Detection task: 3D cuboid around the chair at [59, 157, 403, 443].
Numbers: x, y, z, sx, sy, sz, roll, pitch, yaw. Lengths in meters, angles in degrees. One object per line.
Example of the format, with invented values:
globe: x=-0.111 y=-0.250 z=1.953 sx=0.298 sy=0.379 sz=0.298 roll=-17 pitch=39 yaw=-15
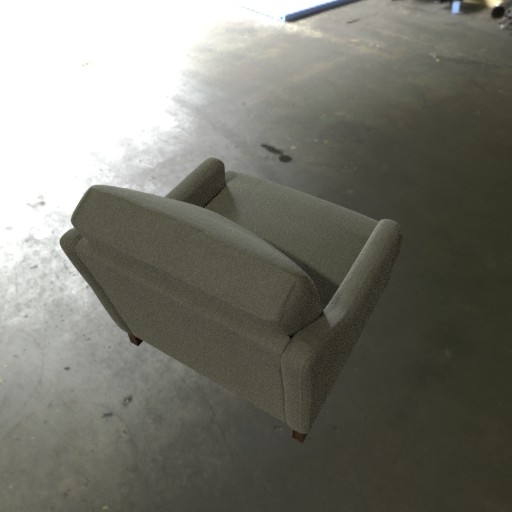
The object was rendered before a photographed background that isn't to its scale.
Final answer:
chair: x=0.000 y=0.000 z=1.553 sx=0.826 sy=0.821 sz=0.892 roll=23 pitch=50 yaw=21
